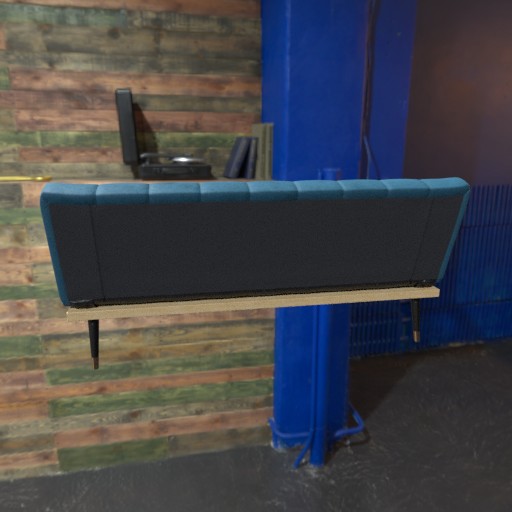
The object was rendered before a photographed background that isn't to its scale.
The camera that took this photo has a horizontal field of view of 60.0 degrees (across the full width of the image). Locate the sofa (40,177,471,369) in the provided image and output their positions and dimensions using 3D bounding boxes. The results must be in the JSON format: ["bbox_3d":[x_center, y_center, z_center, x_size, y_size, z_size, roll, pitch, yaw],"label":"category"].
[{"bbox_3d":[0.000,0.000,2.292,1.810,0.825,0.830,-3,14,-10],"label":"sofa"}]
